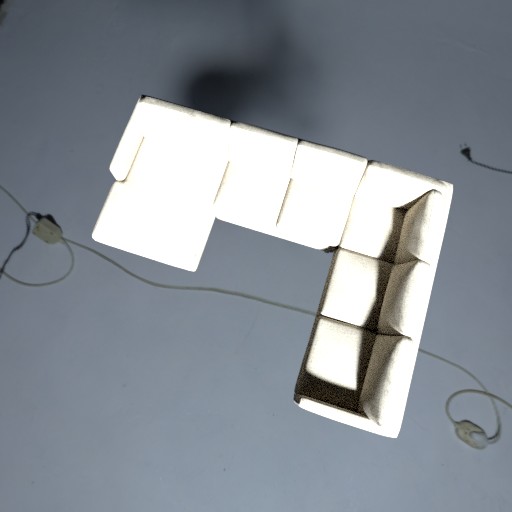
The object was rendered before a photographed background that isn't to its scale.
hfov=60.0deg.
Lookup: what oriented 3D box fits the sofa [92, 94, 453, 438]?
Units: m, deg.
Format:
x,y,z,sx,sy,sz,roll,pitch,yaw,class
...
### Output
x,y,z,sx,sy,sz,roll,pitch,yaw,class
0.000,0.000,4.582,3.460,0.959,2.593,17,76,4,sofa
